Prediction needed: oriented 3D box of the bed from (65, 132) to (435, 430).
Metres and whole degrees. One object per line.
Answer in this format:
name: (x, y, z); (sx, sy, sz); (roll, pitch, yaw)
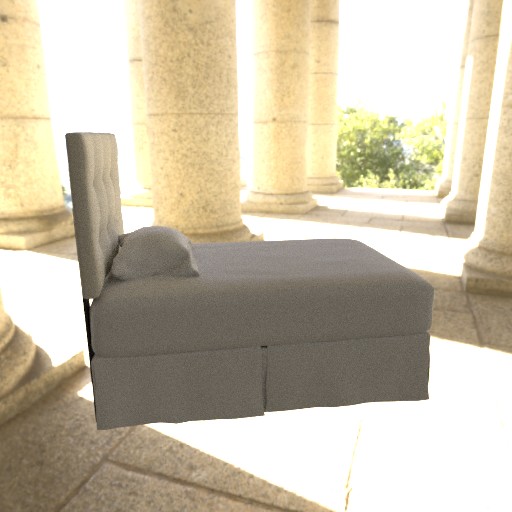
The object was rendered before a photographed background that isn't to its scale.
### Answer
bed: (0.000, 0.000, 2.917); (1.997, 1.571, 1.261); (-3, 16, -9)
